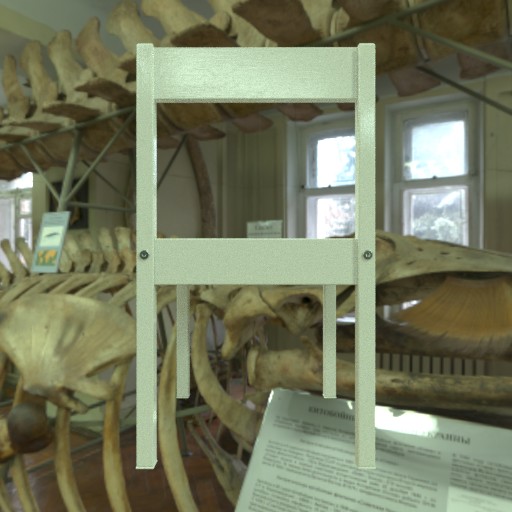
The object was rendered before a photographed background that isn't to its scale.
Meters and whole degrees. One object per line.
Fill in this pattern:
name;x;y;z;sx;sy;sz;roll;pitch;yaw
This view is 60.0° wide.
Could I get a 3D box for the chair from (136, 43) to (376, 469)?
chair;0.000;0.000;0.666;0.285;0.505;0.285;0;0;0
